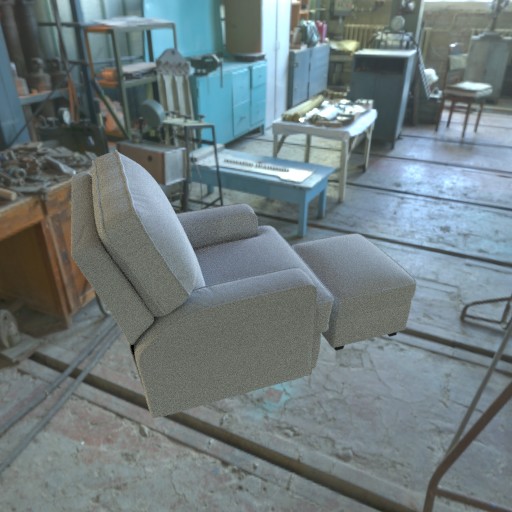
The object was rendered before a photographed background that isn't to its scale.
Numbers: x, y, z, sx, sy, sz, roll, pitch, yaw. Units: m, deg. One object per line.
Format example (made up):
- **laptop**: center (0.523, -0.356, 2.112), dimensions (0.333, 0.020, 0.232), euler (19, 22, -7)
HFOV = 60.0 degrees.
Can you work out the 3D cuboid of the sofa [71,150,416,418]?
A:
- **sofa**: center (0.000, 0.000, 2.057), dimensions (1.472, 0.959, 0.861), euler (-10, 32, -17)
